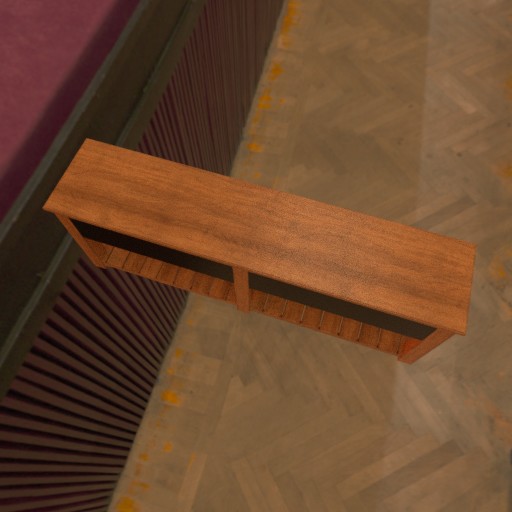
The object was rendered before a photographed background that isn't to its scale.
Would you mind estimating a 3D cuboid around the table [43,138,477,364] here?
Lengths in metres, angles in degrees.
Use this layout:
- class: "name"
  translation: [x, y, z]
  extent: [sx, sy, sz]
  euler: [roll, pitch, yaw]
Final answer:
- class: "table"
  translation: [0.000, 0.000, 2.175]
  extent: [1.815, 0.635, 0.425]
  euler: [16, 65, 8]
